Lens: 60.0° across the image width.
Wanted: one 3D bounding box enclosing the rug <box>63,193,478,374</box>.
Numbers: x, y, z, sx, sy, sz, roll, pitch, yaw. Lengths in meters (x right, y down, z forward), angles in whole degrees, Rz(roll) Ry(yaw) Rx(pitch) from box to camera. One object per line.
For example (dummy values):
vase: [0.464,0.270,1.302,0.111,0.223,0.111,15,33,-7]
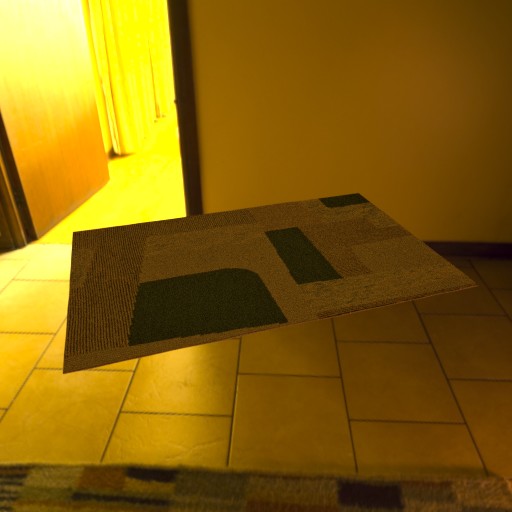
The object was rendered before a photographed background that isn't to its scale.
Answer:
rug: [0.000,0.000,3.063,2.436,0.015,1.521,-9,33,-15]
